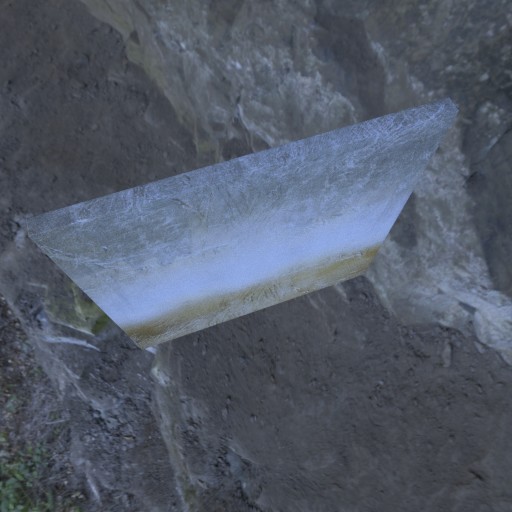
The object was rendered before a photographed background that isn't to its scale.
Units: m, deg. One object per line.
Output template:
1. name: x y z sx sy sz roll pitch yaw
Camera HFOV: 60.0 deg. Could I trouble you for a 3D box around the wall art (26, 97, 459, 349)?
1. wall art: 0.000 0.000 1.569 1.092 1.091 0.051 -18 66 -8
